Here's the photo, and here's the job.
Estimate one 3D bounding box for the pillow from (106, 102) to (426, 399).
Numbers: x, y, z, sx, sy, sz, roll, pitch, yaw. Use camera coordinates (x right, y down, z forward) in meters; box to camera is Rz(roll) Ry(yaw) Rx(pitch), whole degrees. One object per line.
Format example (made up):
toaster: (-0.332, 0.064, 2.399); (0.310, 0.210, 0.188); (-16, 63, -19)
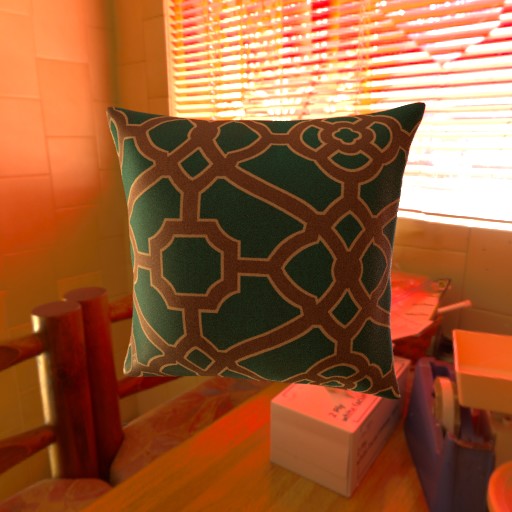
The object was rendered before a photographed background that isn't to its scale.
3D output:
pillow: (0.000, 0.000, 0.778); (0.526, 0.507, 0.166); (2, 15, 9)
